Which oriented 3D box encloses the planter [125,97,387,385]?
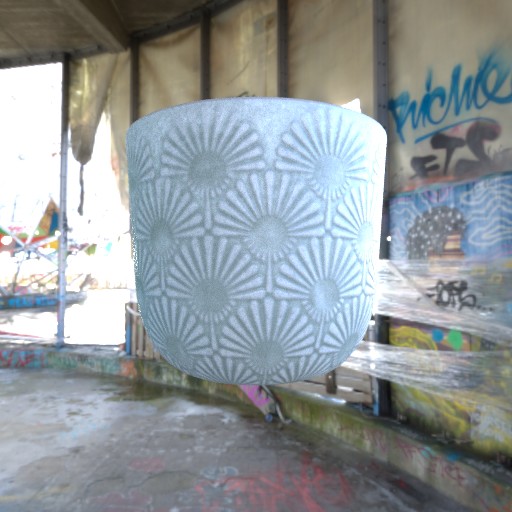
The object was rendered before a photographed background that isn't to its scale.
[{"bbox_3d":[0.000,0.000,0.298,0.170,0.152,0.170,0,-1,0],"label":"planter"}]
